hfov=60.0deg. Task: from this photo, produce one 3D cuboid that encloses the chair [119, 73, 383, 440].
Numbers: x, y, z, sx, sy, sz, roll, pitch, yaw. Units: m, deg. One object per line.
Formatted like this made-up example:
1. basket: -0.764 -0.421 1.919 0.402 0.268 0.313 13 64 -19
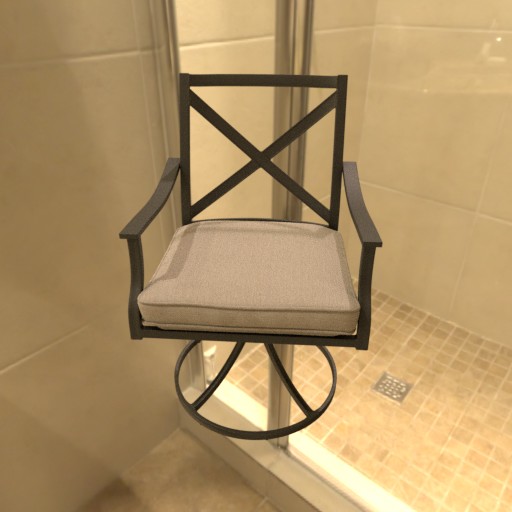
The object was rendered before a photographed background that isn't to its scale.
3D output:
1. chair: 0.000 0.000 1.264 0.575 0.889 0.620 2 31 3
